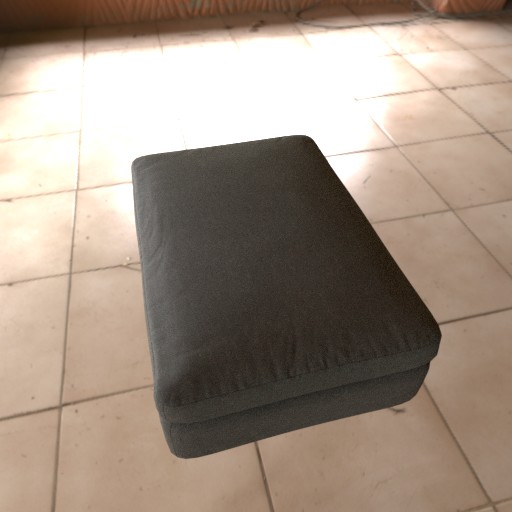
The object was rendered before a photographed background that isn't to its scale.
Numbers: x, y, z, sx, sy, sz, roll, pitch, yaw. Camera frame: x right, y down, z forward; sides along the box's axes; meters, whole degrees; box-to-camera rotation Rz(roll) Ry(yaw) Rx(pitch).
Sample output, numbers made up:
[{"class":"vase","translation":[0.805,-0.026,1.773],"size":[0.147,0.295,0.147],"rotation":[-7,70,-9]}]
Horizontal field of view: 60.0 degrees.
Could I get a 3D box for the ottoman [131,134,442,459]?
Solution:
[{"class":"ottoman","translation":[0.000,0.000,1.657],"size":[0.840,0.429,1.199],"rotation":[-10,46,-10]}]
